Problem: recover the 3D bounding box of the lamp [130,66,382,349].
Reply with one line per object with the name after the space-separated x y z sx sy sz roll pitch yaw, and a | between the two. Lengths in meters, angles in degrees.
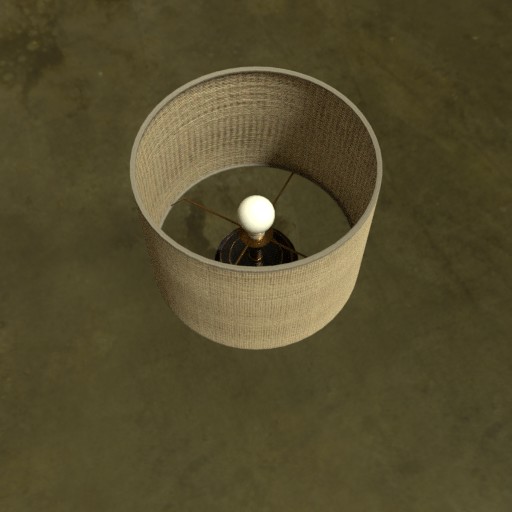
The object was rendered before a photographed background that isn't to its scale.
0.000 0.000 0.840 0.376 0.594 0.376 0 64 0 | lamp
